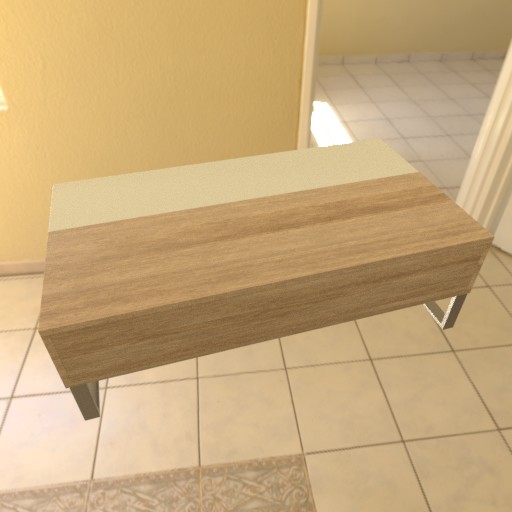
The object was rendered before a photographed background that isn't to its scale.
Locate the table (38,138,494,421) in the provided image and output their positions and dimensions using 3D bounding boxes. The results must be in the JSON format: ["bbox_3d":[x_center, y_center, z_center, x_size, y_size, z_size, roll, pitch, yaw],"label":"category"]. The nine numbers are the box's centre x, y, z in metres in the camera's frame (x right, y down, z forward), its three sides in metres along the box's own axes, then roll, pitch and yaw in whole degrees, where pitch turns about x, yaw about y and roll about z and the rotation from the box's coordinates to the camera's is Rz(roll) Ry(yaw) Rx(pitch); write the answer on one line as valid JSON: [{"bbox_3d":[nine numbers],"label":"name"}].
[{"bbox_3d":[0.000,0.000,1.350,1.100,0.350,0.600,-11,41,-13],"label":"table"}]
